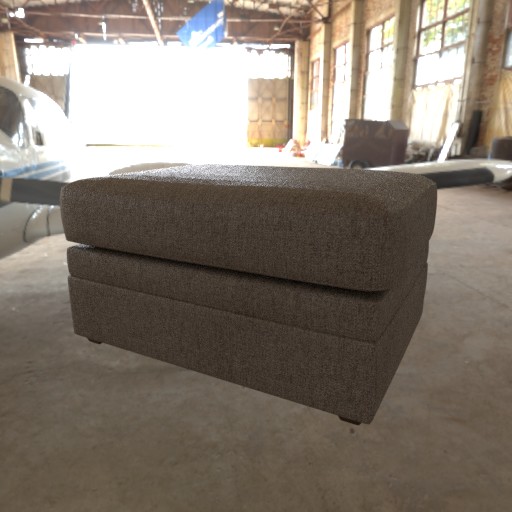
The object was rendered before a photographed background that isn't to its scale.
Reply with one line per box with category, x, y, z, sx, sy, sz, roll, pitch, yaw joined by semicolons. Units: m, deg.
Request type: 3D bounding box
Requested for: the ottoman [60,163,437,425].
ottoman;0.000;0.000;1.249;0.885;0.478;0.637;9;18;28
